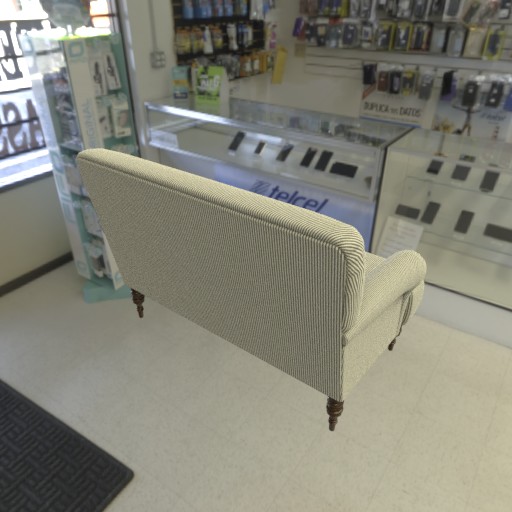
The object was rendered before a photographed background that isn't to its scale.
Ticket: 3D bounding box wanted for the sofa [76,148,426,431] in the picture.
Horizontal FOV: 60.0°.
[{"bbox_3d":[0.000,0.000,1.867,1.297,0.889,0.779,22,37,31],"label":"sofa"}]
